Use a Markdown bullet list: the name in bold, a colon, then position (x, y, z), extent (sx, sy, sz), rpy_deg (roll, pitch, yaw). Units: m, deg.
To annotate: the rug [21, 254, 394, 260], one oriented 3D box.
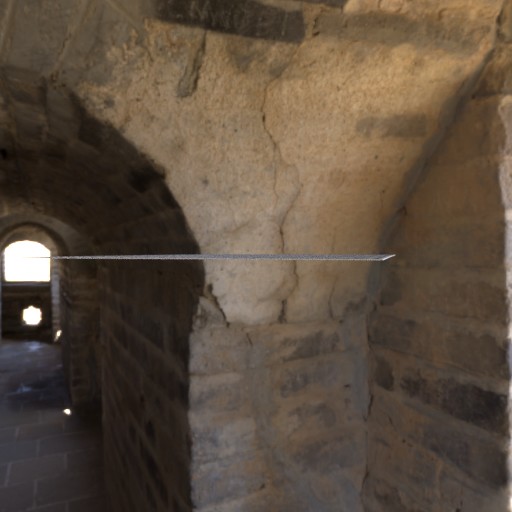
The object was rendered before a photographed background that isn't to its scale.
- **rug**: position (0.000, 0.000, 4.135), extent (2.421, 0.008, 3.045), rpy_deg (0, 1, 19)
